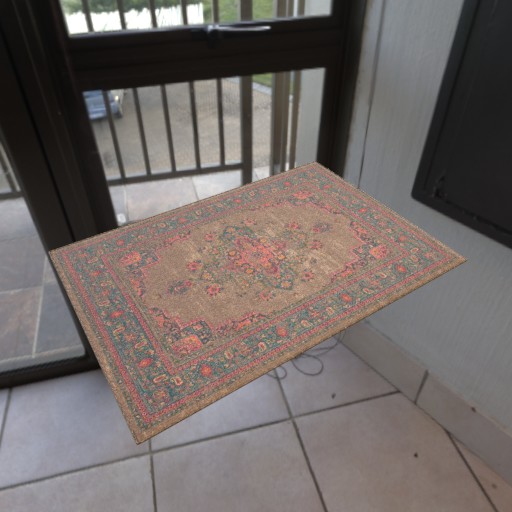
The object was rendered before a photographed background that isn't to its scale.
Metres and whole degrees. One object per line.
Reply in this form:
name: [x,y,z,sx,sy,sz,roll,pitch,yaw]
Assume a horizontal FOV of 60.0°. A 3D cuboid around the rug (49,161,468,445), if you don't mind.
rug: [0.000,0.000,3.709,2.890,0.013,2.005,-23,46,-25]
